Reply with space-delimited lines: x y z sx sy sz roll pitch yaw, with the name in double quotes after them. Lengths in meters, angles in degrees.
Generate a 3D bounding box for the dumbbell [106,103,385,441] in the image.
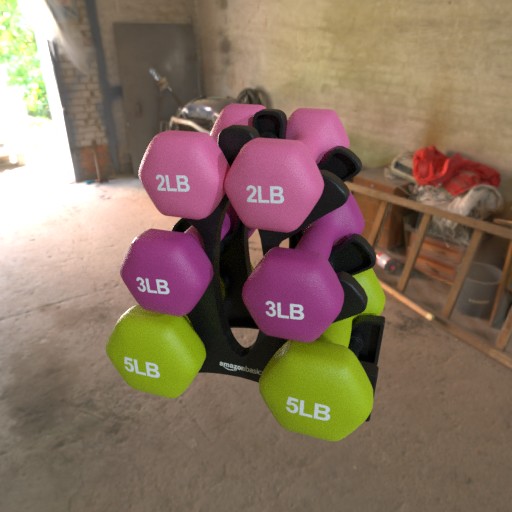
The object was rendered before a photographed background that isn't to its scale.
0.000 0.000 0.430 0.257 0.261 0.203 9 29 16 "dumbbell"
